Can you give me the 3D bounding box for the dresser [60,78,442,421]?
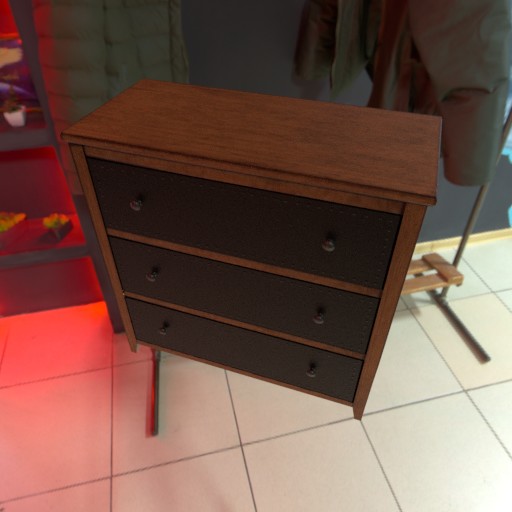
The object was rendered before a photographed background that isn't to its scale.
[{"bbox_3d":[0.000,0.000,1.972,1.250,1.224,0.591,13,42,14],"label":"dresser"}]
